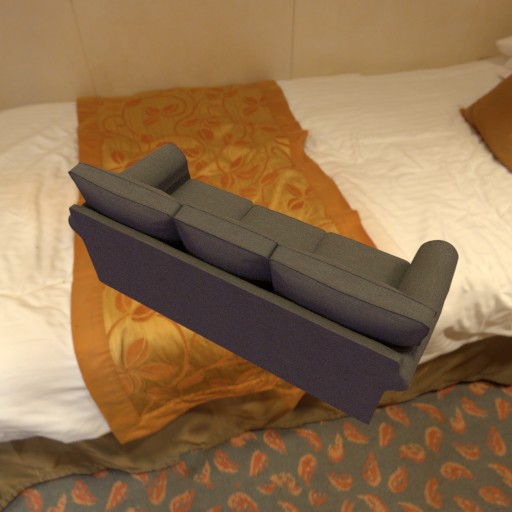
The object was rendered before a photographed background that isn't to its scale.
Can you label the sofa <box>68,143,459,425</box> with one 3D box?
[{"bbox_3d":[0.000,0.000,2.627,2.084,0.966,0.909,23,51,21],"label":"sofa"}]
